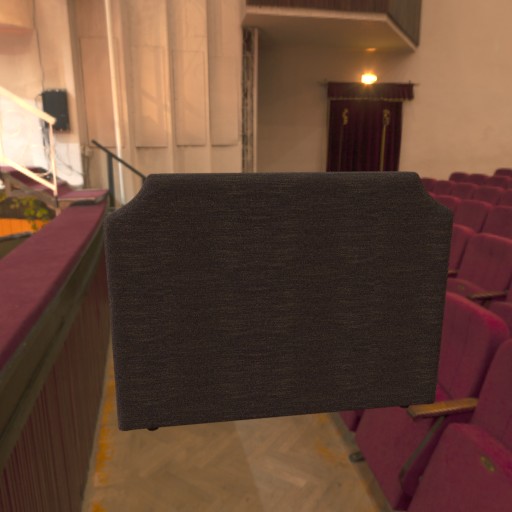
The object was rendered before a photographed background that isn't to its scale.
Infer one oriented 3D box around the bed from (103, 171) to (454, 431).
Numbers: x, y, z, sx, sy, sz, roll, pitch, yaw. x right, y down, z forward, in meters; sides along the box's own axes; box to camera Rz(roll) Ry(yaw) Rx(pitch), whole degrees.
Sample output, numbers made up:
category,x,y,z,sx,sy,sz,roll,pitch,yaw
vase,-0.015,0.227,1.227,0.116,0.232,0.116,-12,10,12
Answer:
category,x,y,z,sx,sy,sz,roll,pitch,yaw
bed,0.000,0.000,3.176,1.693,1.290,2.116,-2,14,-8
